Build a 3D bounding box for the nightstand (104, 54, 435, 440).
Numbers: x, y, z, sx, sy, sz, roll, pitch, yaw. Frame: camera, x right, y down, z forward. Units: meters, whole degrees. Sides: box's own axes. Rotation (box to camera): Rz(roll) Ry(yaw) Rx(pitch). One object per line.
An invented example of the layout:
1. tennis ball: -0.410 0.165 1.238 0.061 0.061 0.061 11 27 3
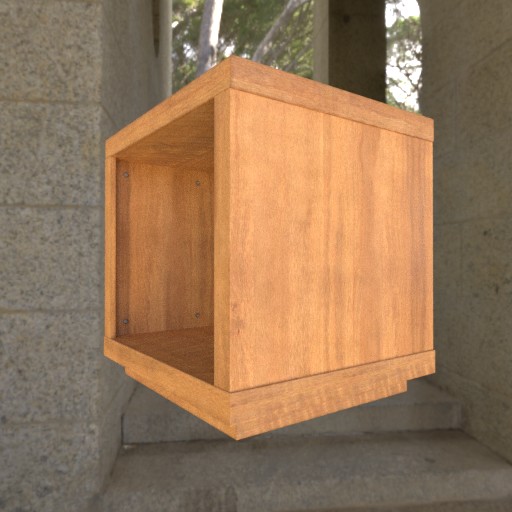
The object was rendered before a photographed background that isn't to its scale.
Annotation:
1. nightstand: 0.000 0.000 0.865 0.436 0.491 0.493 0 0 -36
